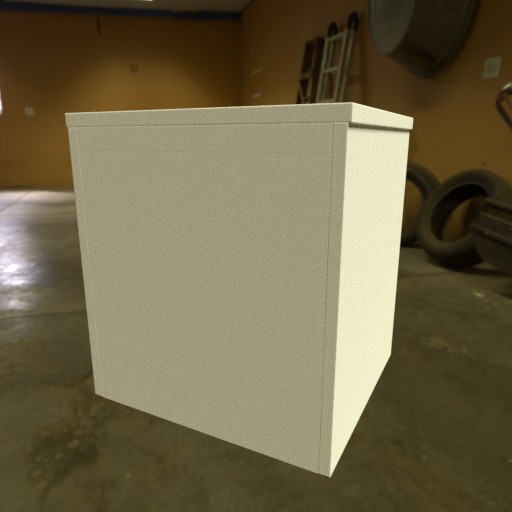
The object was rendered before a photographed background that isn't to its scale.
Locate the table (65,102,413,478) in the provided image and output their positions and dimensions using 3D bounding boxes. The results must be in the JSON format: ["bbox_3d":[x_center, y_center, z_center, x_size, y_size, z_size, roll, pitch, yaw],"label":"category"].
[{"bbox_3d":[0.000,0.000,0.762,0.420,0.460,0.380,8,17,27],"label":"table"}]
